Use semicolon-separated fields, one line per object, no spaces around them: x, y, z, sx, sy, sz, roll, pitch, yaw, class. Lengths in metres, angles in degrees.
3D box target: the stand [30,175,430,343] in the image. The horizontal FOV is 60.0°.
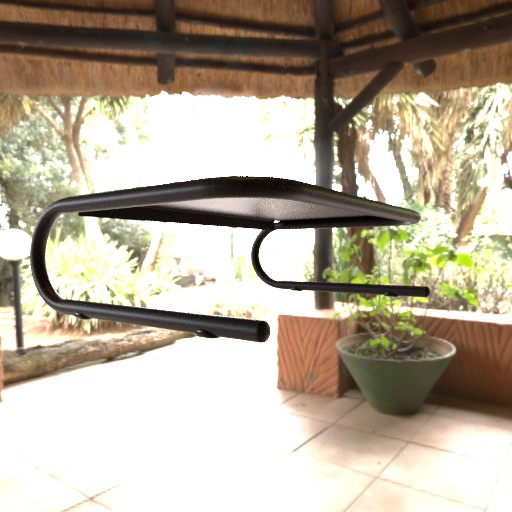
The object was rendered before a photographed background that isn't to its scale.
0.000;0.000;0.496;0.280;0.108;0.370;0;0;36;stand
